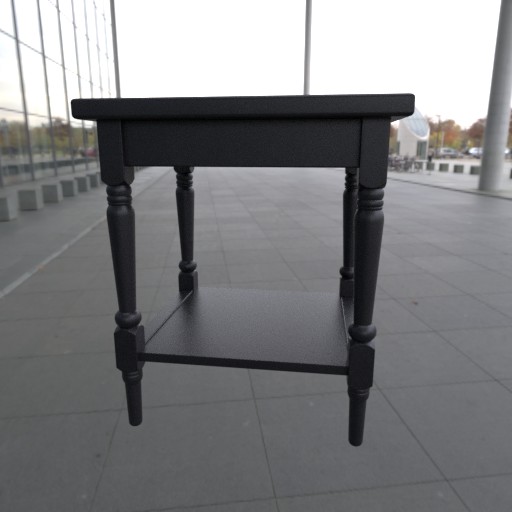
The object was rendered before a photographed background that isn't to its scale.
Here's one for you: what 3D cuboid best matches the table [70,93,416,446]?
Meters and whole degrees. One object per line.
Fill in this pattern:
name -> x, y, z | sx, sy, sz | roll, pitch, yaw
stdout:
table -> 0.000, 0.000, 0.894 | 0.488, 0.565, 0.442 | 2, 14, 8
